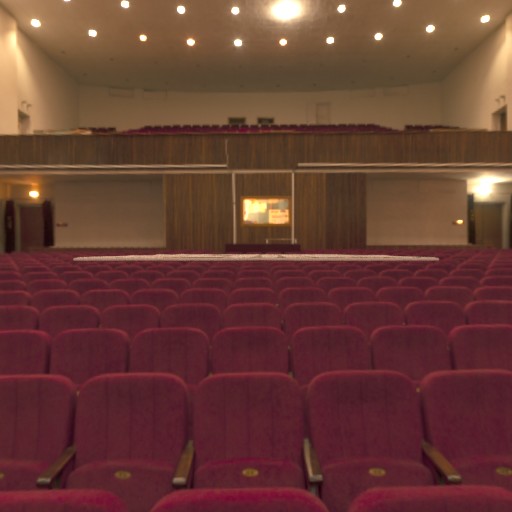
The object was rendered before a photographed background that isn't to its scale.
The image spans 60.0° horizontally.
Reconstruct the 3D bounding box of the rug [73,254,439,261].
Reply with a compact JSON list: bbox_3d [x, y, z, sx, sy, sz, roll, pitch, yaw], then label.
[{"bbox_3d":[0.000,0.000,1.052,0.515,0.007,0.867,0,0,0],"label":"rug"}]
